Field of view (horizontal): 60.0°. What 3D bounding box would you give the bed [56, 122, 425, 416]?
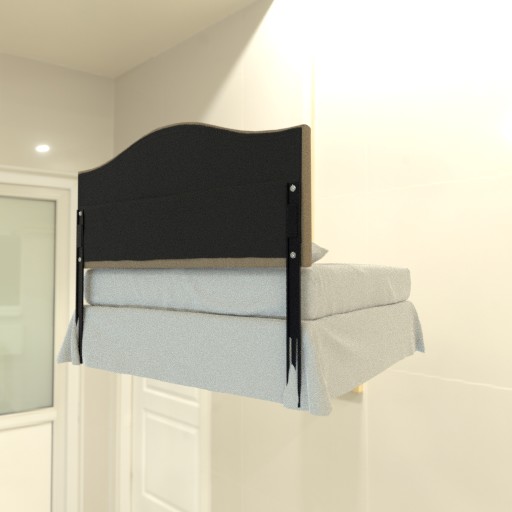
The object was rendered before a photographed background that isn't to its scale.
[{"bbox_3d":[0.000,0.000,3.684,2.311,1.651,2.222,-1,-2,35],"label":"bed"}]
